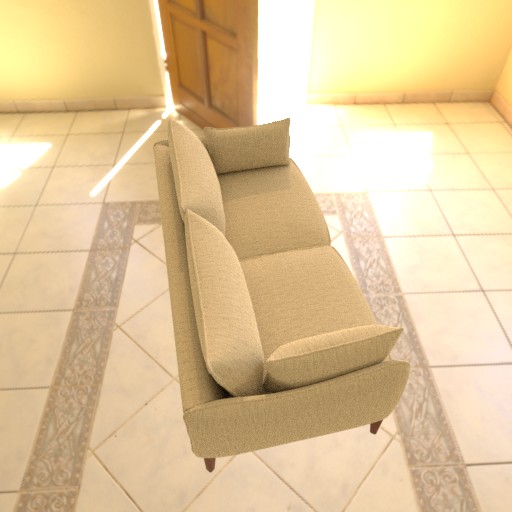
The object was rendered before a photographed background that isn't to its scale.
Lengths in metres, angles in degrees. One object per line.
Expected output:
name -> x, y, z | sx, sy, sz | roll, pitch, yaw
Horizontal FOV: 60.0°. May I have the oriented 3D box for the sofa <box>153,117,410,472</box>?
sofa -> 0.000, 0.000, 2.521 | 0.991, 0.860, 1.989 | -9, 47, -9
